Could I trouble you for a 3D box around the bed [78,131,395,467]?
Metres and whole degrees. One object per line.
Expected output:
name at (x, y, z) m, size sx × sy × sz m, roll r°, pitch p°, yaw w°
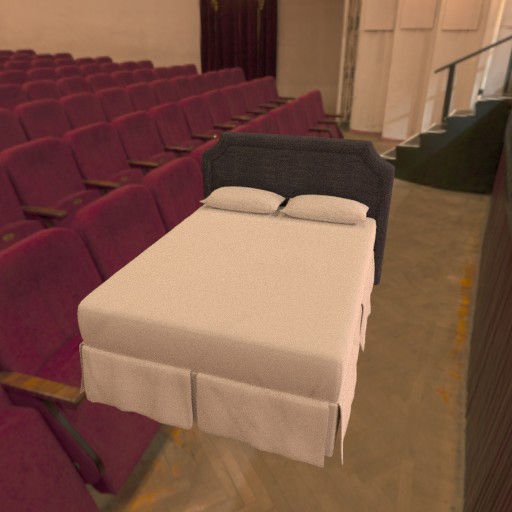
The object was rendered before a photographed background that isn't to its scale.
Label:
bed at (0.000, 0.000, 3.118) m, size 1.693 × 1.290 × 2.116 m, roll 8°, pitch 27°, yaw 16°
